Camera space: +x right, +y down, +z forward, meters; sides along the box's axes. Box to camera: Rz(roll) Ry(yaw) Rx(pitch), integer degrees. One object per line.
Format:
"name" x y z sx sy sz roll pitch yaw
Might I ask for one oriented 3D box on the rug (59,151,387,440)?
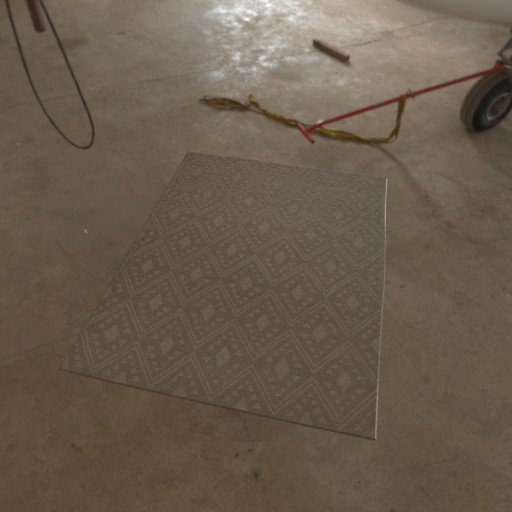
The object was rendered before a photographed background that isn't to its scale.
"rug" 0.000 0.000 4.202 2.399 0.054 3.011 9 48 9
